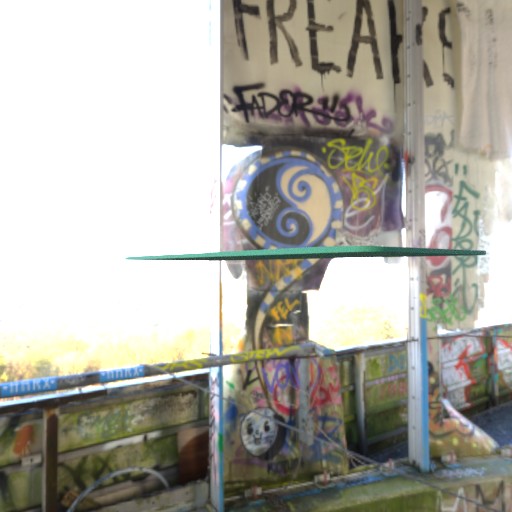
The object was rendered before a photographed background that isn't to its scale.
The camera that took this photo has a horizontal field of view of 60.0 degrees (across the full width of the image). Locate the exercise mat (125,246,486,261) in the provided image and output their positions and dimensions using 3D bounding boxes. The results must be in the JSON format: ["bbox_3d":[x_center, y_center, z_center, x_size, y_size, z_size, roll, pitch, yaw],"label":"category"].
[{"bbox_3d":[0.000,0.000,2.071,0.616,0.021,1.869,1,-2,-36],"label":"exercise mat"}]
